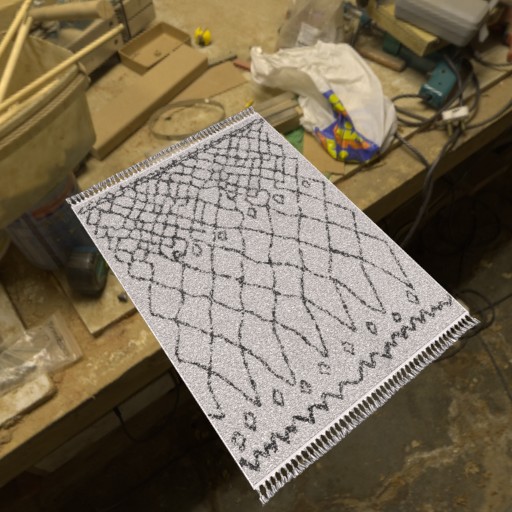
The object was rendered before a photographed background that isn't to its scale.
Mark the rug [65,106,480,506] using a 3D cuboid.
[{"bbox_3d":[0.000,0.000,2.864,1.613,0.017,2.312,-32,64,-18],"label":"rug"}]
